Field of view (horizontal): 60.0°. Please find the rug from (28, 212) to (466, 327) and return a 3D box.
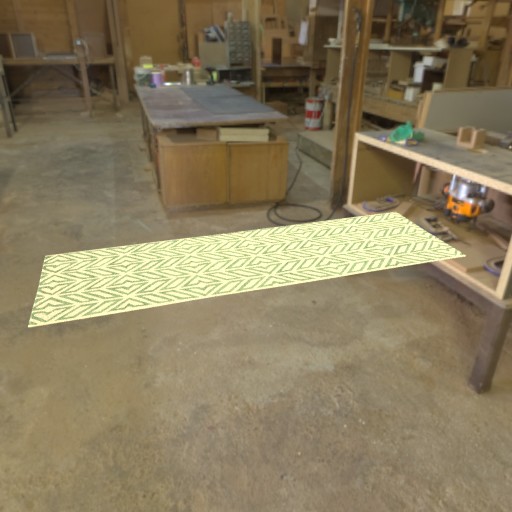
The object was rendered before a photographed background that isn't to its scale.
[{"bbox_3d":[0.000,0.000,2.684,2.435,0.009,0.750,-8,28,-15],"label":"rug"}]
